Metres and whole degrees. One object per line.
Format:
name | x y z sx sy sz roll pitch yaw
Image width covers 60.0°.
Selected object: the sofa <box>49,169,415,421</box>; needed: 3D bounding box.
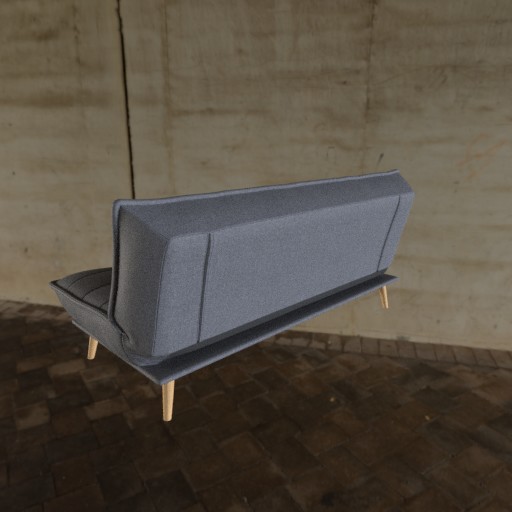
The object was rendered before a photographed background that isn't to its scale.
sofa | 0.000 0.000 2.474 1.940 0.890 0.950 -15 21 -42
